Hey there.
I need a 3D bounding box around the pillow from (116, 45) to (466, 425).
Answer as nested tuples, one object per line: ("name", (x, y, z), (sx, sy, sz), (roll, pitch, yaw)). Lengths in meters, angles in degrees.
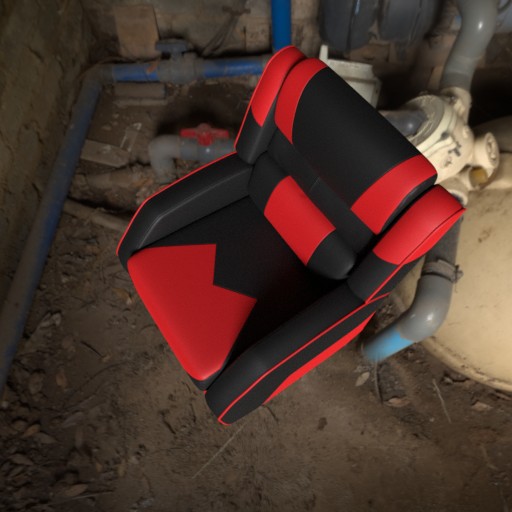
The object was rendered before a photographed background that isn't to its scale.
("pillow", (0.000, 0.000, 1.276), (0.672, 0.805, 0.620), (-32, 68, -14))
